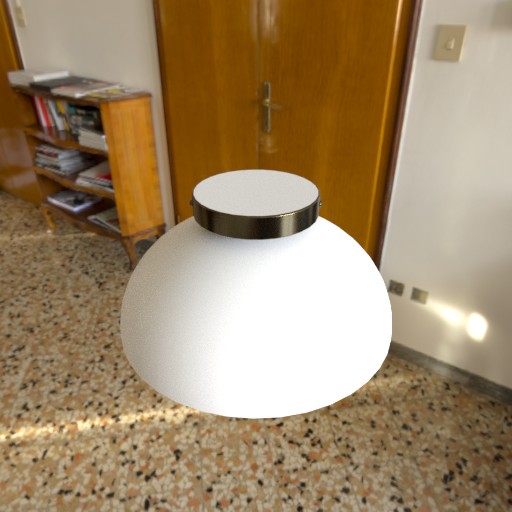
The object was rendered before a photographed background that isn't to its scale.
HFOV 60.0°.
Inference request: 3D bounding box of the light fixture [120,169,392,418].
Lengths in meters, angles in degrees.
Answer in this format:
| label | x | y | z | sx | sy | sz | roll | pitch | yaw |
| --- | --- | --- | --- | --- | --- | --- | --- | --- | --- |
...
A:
| label | x | y | z | sx | sy | sz | roll | pitch | yaw |
| --- | --- | --- | --- | --- | --- | --- | --- | --- | --- |
| light fixture | 0.000 | 0.000 | 0.559 | 0.355 | 0.177 | 0.355 | 0 | 30 | 0 |
